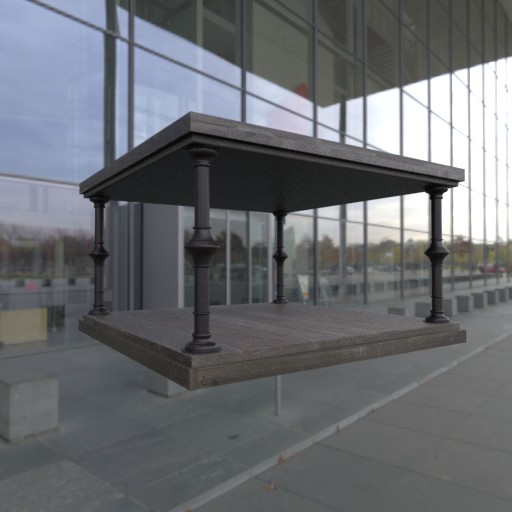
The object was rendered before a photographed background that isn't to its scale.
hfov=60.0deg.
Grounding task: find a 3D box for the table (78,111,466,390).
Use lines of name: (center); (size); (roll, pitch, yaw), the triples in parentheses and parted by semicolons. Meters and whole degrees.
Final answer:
table: (0.000, 0.000, 1.115); (0.696, 0.400, 0.696); (1, -1, -34)
